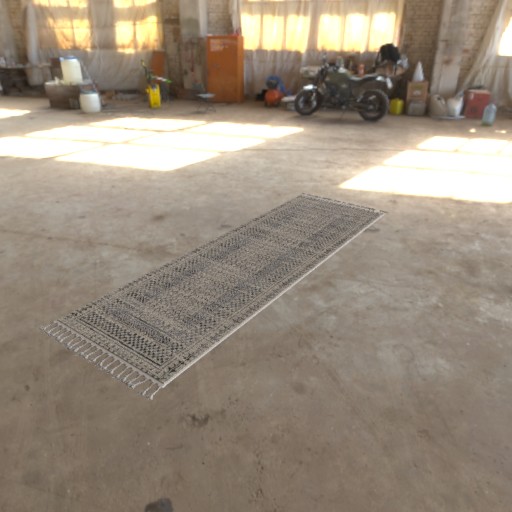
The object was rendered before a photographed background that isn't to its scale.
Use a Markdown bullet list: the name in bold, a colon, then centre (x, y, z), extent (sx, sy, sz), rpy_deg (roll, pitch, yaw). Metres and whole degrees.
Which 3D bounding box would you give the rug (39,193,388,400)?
- **rug**: centre (0.000, 0.000, 2.791), extent (0.786, 0.013, 2.480), rpy_deg (18, 32, 32)
